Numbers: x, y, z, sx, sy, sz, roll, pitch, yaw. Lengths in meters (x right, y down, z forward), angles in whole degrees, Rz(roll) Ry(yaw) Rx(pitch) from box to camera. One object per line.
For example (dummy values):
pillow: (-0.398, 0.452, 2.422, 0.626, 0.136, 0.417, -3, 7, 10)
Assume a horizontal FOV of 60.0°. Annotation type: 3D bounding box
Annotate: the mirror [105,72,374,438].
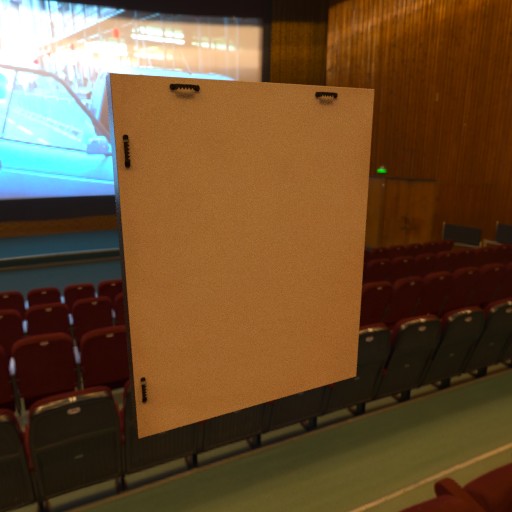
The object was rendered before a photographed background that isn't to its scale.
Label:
mirror: (0.000, 0.000, 0.694, 0.405, 0.508, 0.041, -7, 16, -25)
